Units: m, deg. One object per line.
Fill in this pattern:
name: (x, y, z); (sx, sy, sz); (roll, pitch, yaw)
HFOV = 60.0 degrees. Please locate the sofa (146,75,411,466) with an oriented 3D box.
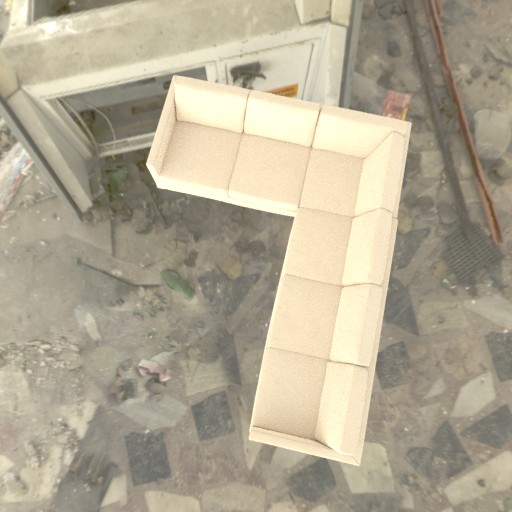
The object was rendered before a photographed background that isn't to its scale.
sofa: (0.000, 0.000, 4.237); (2.432, 0.863, 3.182); (12, 76, 3)
